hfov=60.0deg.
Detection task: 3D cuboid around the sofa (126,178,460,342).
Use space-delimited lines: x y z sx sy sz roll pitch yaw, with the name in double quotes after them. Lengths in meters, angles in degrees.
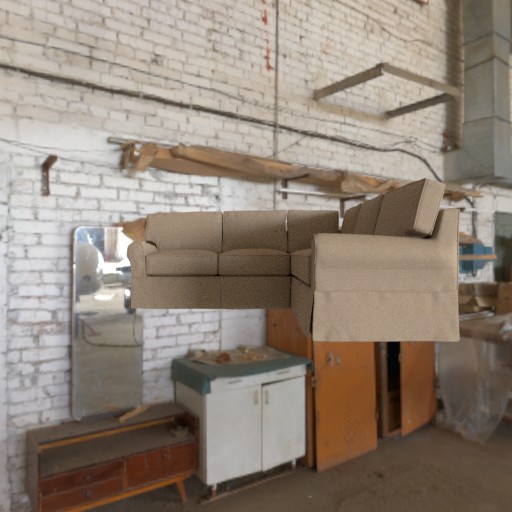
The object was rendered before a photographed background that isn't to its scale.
0.000 0.000 4.251 2.730 1.124 2.733 0 0 0 "sofa"
